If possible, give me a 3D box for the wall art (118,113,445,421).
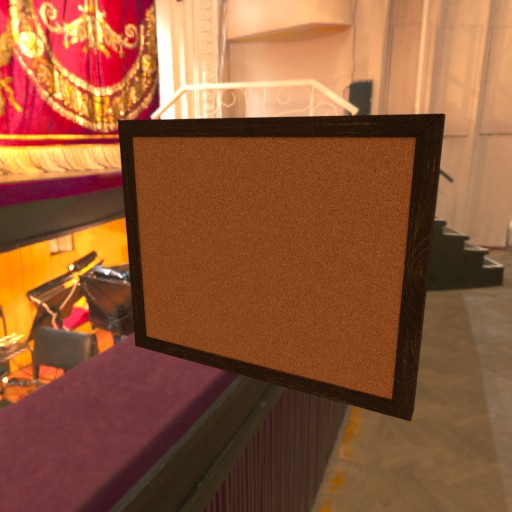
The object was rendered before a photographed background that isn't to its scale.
[{"bbox_3d":[0.000,0.000,0.767,0.558,0.457,0.032,8,17,26],"label":"wall art"}]
